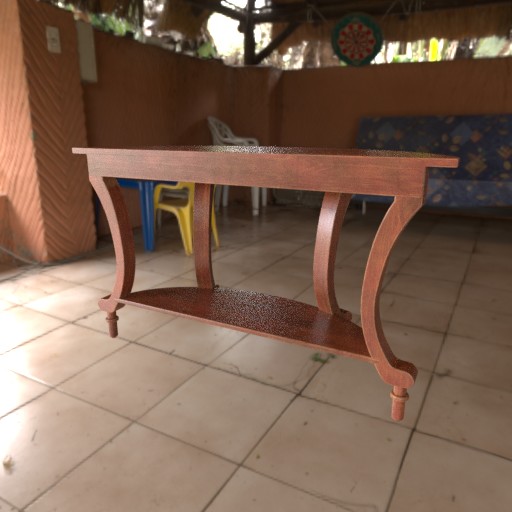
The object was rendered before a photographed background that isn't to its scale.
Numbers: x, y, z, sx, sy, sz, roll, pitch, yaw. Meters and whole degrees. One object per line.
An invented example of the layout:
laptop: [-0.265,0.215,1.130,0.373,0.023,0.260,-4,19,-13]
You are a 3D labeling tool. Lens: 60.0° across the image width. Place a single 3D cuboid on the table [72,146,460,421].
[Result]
table: [0.000,0.000,1.489,1.198,0.699,0.394,8,18,27]
